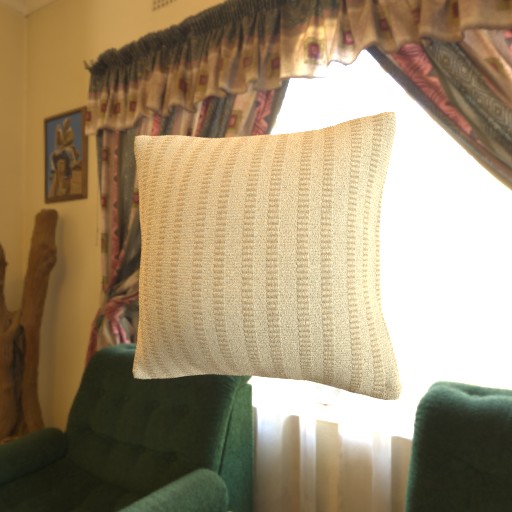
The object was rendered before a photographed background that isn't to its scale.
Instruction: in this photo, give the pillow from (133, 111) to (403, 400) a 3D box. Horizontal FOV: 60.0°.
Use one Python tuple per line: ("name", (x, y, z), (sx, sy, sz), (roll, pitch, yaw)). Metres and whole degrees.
("pillow", (0.000, 0.000, 0.700), (0.438, 0.419, 0.247), (0, -2, 17))
